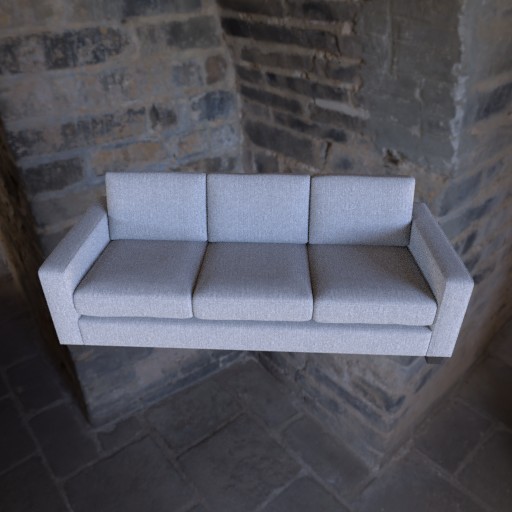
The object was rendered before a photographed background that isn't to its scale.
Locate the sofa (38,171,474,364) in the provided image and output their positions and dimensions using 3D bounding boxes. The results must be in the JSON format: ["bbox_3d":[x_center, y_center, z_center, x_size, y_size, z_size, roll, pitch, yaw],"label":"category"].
[{"bbox_3d":[0.000,0.000,2.578,2.120,0.800,0.900,1,32,2],"label":"sofa"}]
